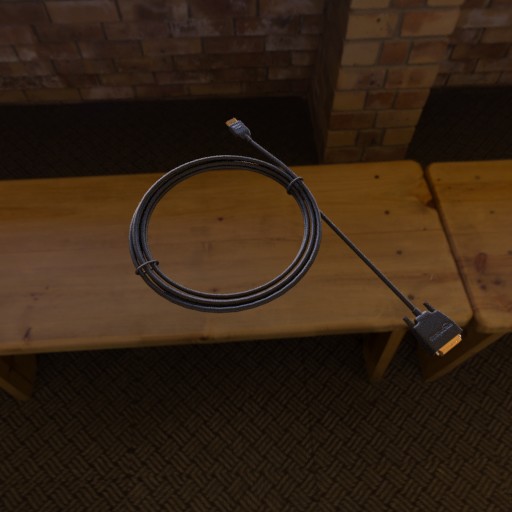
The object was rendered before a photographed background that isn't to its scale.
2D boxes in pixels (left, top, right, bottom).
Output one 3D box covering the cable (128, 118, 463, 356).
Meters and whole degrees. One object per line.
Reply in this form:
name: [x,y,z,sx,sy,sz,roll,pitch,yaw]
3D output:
cable: [0.000,0.000,0.525,0.257,0.030,0.422,-31,63,-18]
